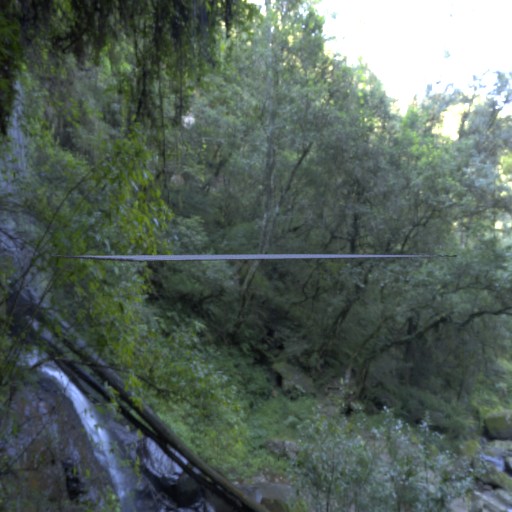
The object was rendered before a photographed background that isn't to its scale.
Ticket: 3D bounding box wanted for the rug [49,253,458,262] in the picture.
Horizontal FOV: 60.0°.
[{"bbox_3d":[0.000,0.000,3.929,3.040,0.017,2.030,-1,1,-35],"label":"rug"}]
